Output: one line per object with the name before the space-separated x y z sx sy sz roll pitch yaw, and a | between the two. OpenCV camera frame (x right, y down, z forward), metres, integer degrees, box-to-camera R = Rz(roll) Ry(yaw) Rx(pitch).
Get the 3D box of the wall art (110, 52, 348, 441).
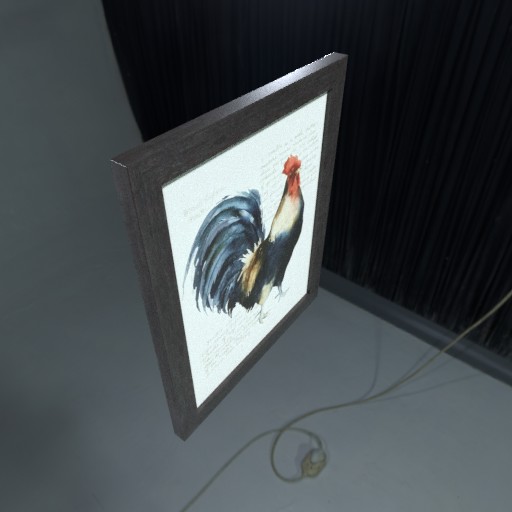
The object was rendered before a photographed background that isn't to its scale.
wall art | 0.000 0.000 0.798 0.027 0.580 0.479 26 47 27
